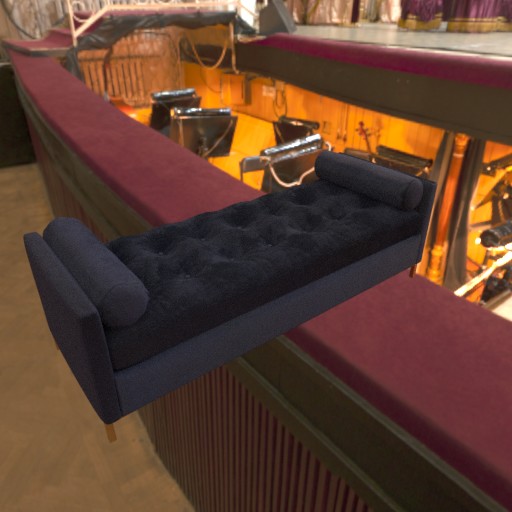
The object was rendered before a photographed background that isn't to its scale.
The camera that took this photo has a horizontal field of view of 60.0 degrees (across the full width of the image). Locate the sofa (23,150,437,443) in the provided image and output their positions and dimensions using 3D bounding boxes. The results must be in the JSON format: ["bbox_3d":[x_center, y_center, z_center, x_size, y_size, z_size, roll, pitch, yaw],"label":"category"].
[{"bbox_3d":[0.000,0.000,2.426,2.102,0.705,0.796,-21,36,-32],"label":"sofa"}]
